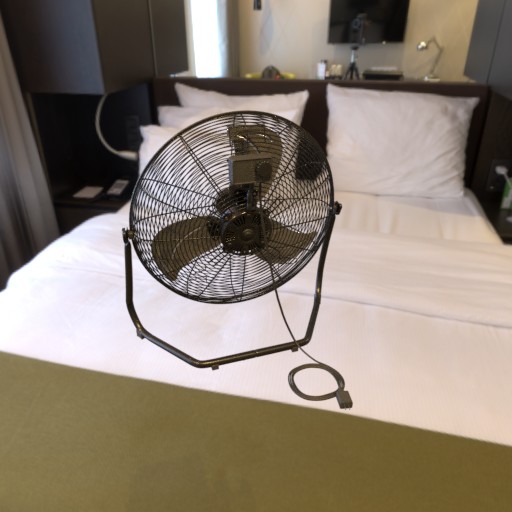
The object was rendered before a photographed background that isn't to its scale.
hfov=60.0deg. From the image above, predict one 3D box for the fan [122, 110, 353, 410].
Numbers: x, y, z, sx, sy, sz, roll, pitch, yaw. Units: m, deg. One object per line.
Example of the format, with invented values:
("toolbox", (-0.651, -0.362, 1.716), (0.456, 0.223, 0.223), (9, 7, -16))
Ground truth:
("fan", (0.000, 0.000, 1.008), (0.595, 0.605, 0.470), (-9, 29, -17))
